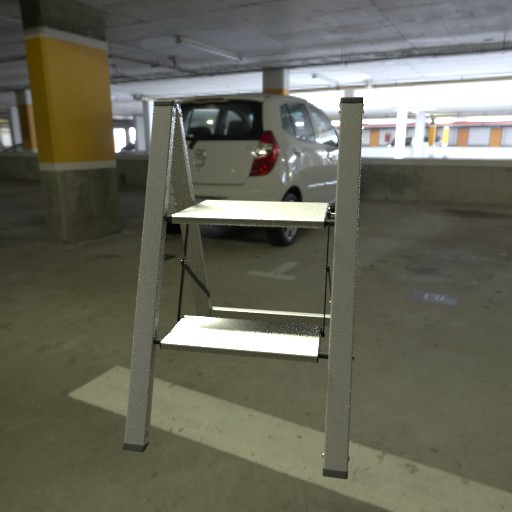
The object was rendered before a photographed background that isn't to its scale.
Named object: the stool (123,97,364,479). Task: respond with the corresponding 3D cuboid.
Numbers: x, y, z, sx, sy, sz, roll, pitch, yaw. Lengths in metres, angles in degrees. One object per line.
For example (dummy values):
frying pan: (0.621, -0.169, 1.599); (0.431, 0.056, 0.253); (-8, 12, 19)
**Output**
stool: (0.000, 0.000, 1.002); (0.440, 0.670, 0.535); (3, 15, 10)
